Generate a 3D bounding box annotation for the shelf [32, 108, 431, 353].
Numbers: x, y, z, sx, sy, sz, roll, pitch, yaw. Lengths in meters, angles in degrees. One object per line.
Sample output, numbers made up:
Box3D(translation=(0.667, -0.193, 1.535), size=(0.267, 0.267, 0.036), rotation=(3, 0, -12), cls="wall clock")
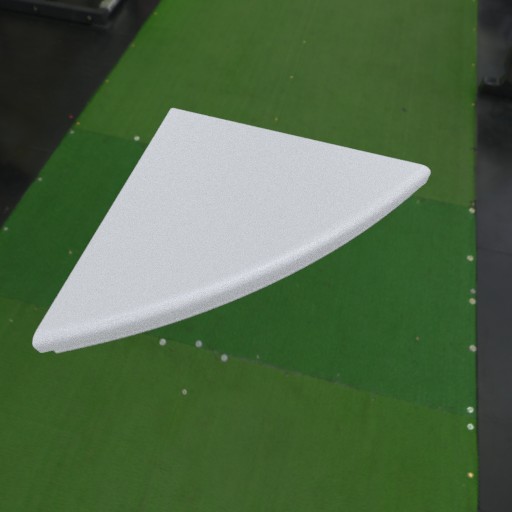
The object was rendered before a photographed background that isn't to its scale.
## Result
Box3D(translation=(0.000, 0.000, 0.451), size=(0.310, 0.050, 0.310), rotation=(15, 60, 9), cls="shelf")
